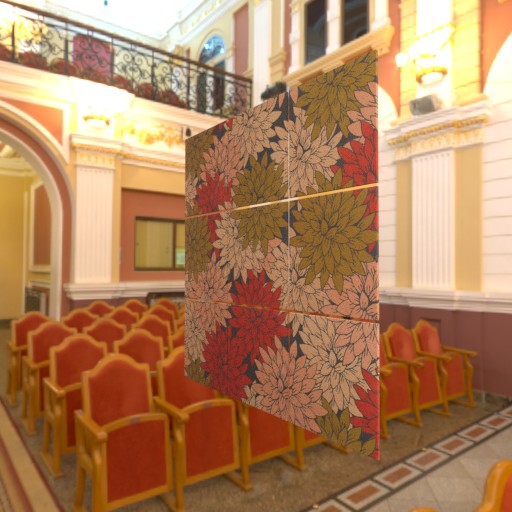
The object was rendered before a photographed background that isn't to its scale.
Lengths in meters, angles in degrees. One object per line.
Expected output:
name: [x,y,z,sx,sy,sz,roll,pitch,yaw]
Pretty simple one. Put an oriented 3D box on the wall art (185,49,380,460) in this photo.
wall art: [0.000,0.000,2.263,0.013,1.534,1.519,1,-1,-37]
